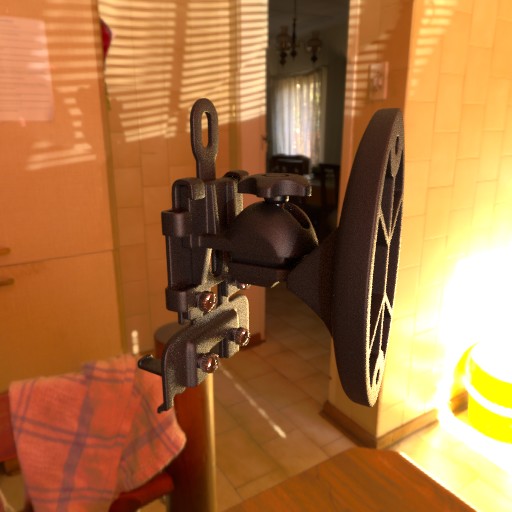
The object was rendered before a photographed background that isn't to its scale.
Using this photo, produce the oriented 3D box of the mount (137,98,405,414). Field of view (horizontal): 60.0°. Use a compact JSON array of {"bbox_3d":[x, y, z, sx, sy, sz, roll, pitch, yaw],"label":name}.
[{"bbox_3d":[0.000,0.000,0.173,0.100,0.118,0.066,8,18,26],"label":"mount"}]
